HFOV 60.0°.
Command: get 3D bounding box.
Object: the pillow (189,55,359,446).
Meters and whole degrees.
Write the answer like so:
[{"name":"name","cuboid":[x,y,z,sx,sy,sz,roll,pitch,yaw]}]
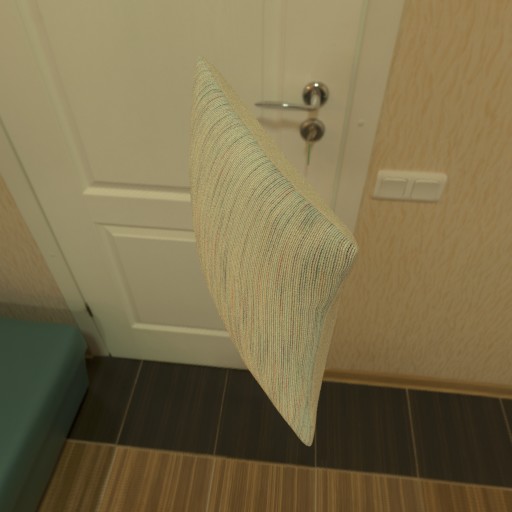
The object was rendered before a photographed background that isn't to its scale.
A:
[{"name":"pillow","cuboid":[0.000,0.000,0.779,0.178,0.506,0.512,-17,49,-16]}]
